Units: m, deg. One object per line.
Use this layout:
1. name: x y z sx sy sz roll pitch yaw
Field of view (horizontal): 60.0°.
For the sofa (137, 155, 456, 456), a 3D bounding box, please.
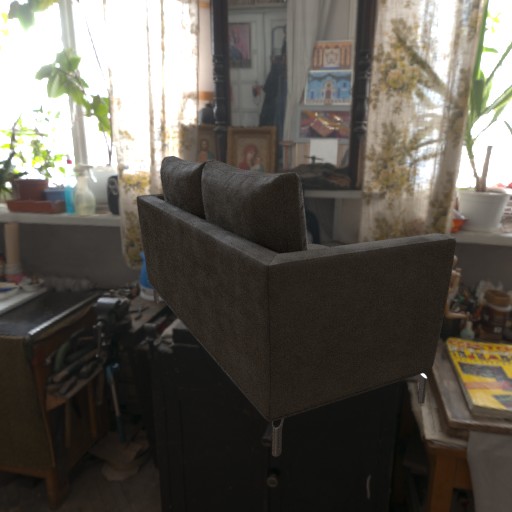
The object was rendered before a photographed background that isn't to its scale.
1. sofa: 0.000 0.000 2.377 0.855 1.013 1.832 -8 17 -26
